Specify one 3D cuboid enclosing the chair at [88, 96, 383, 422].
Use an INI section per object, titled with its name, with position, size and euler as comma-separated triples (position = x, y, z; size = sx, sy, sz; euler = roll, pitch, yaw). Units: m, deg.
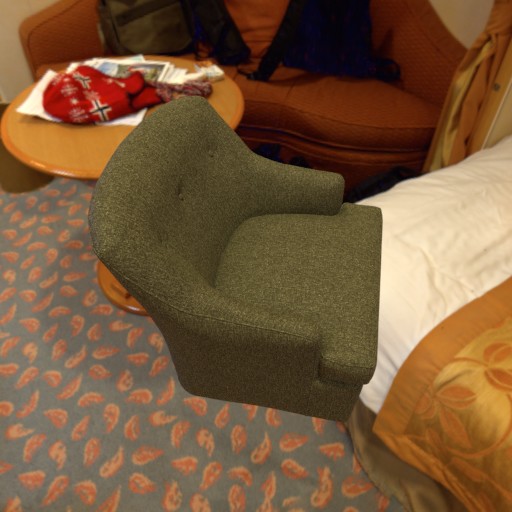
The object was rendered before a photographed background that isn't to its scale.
[chair]
position = 0.000, 0.000, 1.646
size = 0.923, 0.856, 0.864
euler = 9, 47, 9
